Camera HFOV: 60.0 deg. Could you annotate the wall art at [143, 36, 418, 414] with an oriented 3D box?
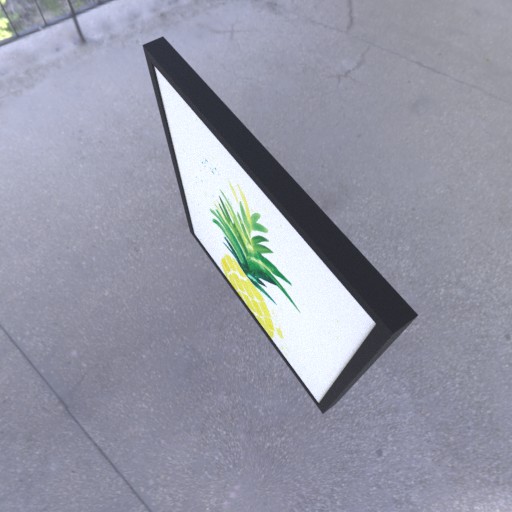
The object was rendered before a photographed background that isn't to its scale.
[{"bbox_3d":[0.000,0.000,0.750,0.033,0.507,0.508,-32,67,-15],"label":"wall art"}]
